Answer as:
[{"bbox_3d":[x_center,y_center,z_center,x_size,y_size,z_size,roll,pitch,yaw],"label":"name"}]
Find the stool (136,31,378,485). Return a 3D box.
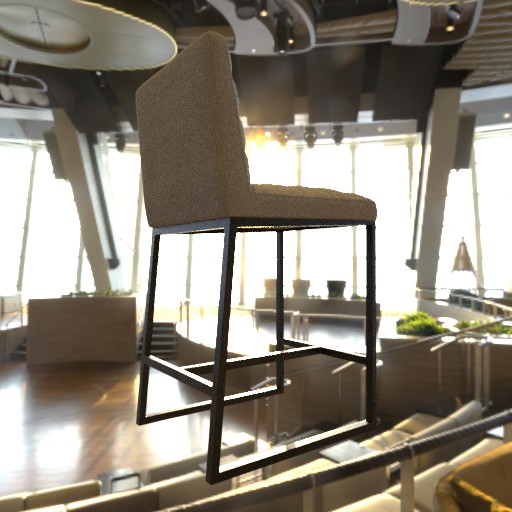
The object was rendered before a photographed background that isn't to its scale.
[{"bbox_3d":[0.000,0.000,1.271,0.567,0.971,0.459,0,0,-36],"label":"stool"}]
